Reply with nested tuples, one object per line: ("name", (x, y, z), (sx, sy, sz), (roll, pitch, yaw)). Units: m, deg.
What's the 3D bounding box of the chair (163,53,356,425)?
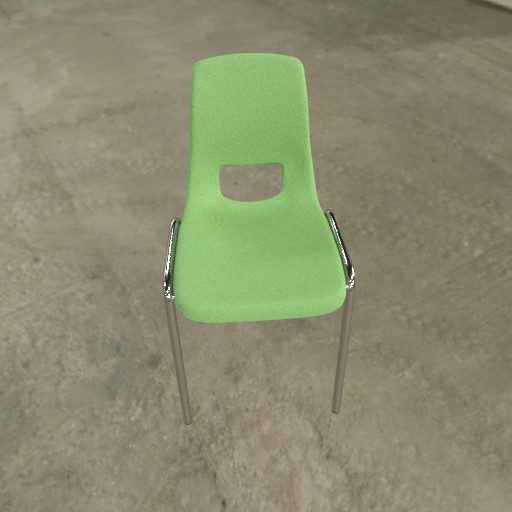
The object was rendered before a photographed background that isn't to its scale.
("chair", (0.000, 0.000, 0.969), (0.381, 0.704, 0.436), (-3, 47, -3))
